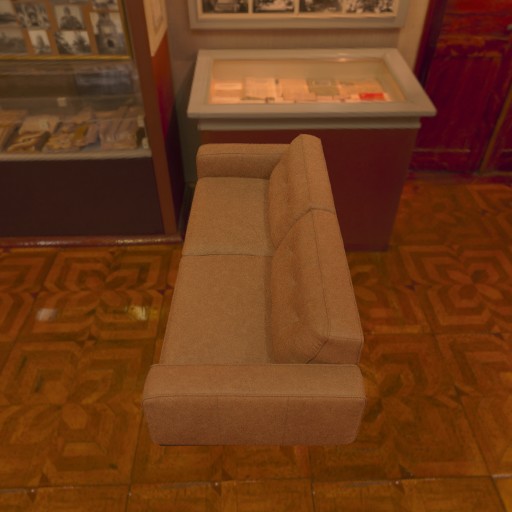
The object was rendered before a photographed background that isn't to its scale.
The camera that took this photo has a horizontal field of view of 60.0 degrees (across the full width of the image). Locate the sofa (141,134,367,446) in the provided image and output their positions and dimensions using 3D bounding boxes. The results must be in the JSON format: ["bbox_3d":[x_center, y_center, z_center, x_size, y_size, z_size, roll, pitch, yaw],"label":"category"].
[{"bbox_3d":[0.000,0.000,2.777,0.953,0.780,2.270,0,41,0],"label":"sofa"}]
